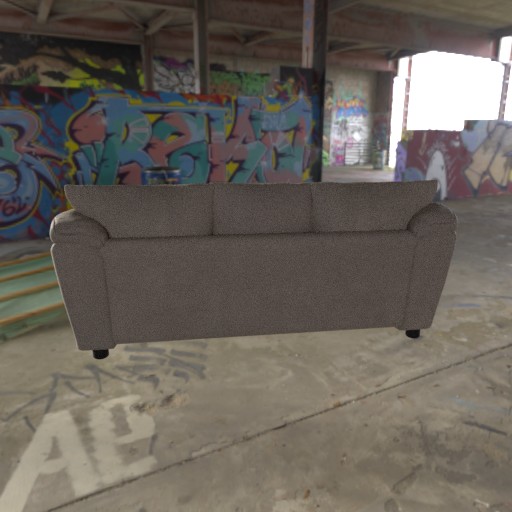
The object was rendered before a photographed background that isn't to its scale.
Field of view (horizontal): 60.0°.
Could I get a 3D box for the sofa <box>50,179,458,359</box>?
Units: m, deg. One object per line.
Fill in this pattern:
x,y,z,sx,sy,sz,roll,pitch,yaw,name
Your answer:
0.000,0.000,2.855,2.334,0.996,0.878,-2,15,-8,sofa
